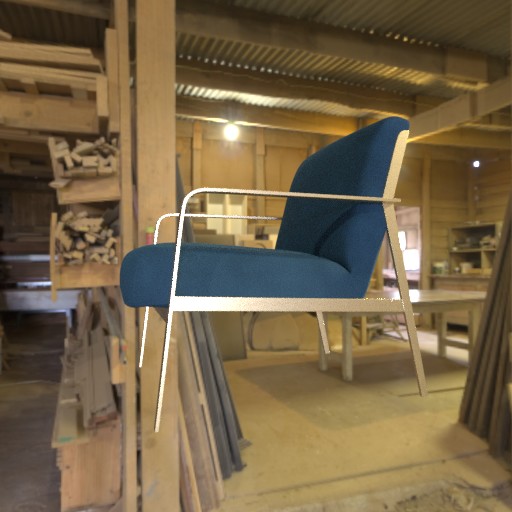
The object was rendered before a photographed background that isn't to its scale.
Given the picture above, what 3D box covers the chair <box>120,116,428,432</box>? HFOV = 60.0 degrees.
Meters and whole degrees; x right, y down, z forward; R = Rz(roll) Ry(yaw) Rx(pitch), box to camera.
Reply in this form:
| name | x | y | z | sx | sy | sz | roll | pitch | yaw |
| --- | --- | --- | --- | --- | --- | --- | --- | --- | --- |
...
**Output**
| name | x | y | z | sx | sy | sz | roll | pitch | yaw |
| --- | --- | --- | --- | --- | --- | --- | --- | --- | --- |
| chair | 0.000 | 0.000 | 1.471 | 0.859 | 0.831 | 0.692 | 0 | 0 | -18 |
